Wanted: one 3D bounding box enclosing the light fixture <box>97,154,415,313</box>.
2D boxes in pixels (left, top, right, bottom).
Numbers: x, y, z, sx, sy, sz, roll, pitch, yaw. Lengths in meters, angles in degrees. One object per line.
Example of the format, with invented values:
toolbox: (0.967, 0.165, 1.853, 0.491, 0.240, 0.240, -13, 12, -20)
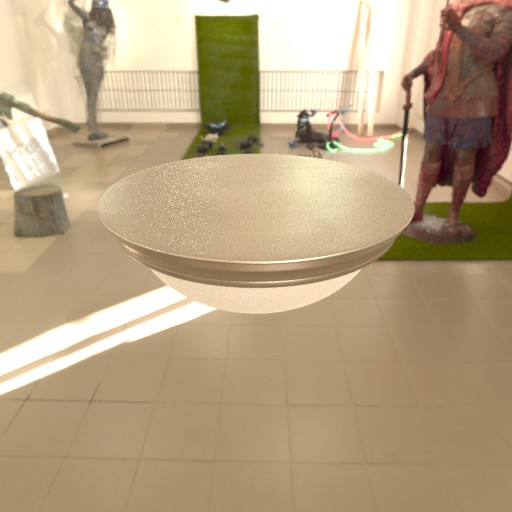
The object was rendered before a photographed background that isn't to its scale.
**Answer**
light fixture: (0.000, 0.000, 0.440, 0.280, 0.135, 0.280, 0, 27, 0)
